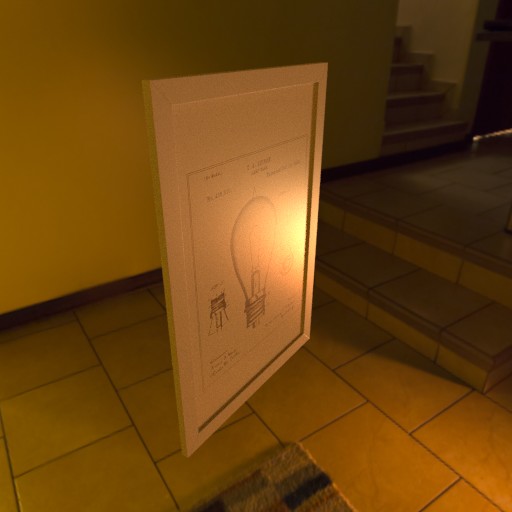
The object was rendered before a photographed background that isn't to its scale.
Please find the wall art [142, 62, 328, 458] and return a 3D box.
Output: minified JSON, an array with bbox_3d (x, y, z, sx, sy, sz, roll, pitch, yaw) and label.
[{"bbox_3d":[0.000,0.000,0.609,0.010,0.474,0.325,18,32,32],"label":"wall art"}]
